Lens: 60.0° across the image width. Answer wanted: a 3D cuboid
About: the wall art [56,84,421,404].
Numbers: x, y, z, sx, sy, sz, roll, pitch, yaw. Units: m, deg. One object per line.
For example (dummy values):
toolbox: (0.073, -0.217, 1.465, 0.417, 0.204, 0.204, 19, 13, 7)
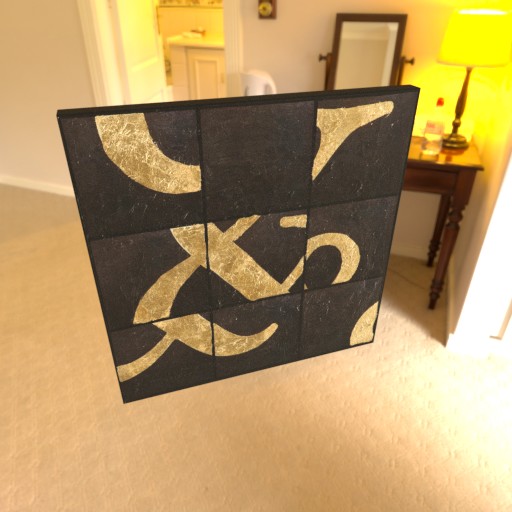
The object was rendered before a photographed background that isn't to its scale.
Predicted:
wall art: (0.000, 0.000, 1.101, 0.758, 0.758, 0.044, -10, 33, -15)
